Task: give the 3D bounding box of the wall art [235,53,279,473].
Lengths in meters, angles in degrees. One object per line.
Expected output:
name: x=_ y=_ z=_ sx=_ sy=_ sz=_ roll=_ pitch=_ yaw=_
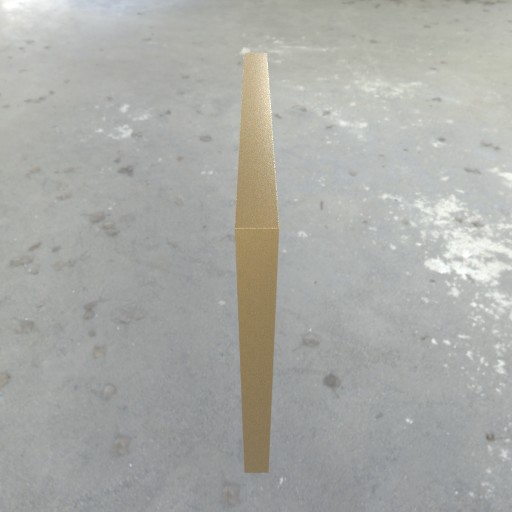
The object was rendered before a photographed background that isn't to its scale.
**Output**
wall art: x=0.000 y=0.000 z=0.759 sx=0.040 sy=0.509 sz=0.509 roll=0 pitch=41 yaw=0
